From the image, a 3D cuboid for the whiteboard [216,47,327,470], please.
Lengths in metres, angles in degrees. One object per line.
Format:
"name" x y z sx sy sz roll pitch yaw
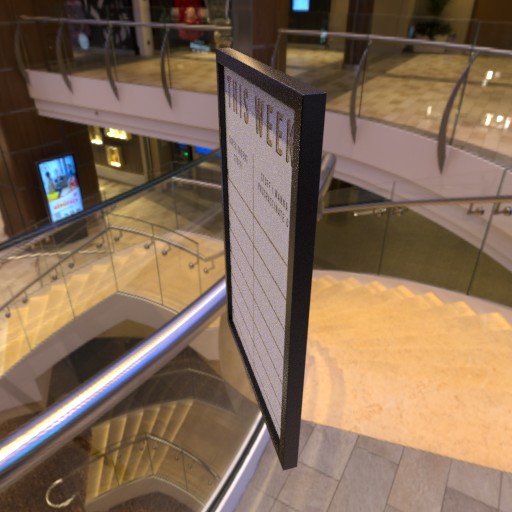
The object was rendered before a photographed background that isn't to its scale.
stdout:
"whiteboard" 0.000 0.000 0.761 0.026 0.611 0.406 -9 32 -14
